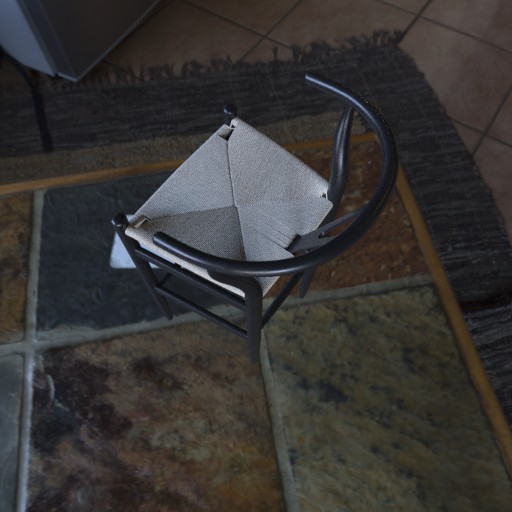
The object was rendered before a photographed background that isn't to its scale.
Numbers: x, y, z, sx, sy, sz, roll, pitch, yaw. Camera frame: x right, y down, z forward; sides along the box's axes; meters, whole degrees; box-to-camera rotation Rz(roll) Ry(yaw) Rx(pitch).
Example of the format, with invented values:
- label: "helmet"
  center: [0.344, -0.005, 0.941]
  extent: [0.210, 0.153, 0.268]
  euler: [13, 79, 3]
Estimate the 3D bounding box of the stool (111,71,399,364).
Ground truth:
- label: "stool"
  center: [0.000, 0.000, 1.381]
  extent: [0.579, 1.072, 0.569]
  euler: [33, 68, 15]
